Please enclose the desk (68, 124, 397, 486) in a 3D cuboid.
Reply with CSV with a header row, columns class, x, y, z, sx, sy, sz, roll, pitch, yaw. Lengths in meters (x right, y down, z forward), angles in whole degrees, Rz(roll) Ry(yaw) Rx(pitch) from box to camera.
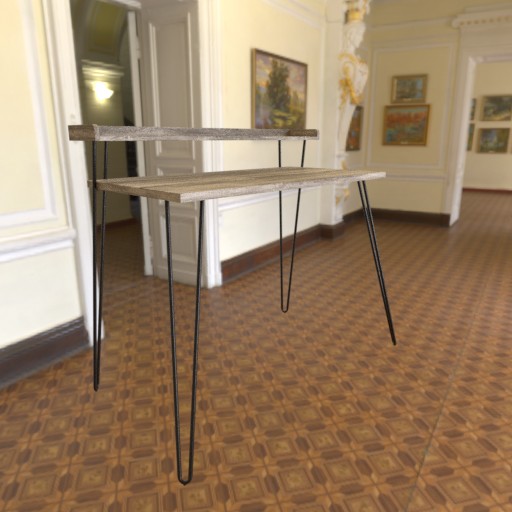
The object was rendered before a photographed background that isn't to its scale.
class,x,y,z,sx,sy,sz,roll,pitch,yaw
desk,0.000,0.000,1.604,0.605,0.899,1.135,14,20,43
